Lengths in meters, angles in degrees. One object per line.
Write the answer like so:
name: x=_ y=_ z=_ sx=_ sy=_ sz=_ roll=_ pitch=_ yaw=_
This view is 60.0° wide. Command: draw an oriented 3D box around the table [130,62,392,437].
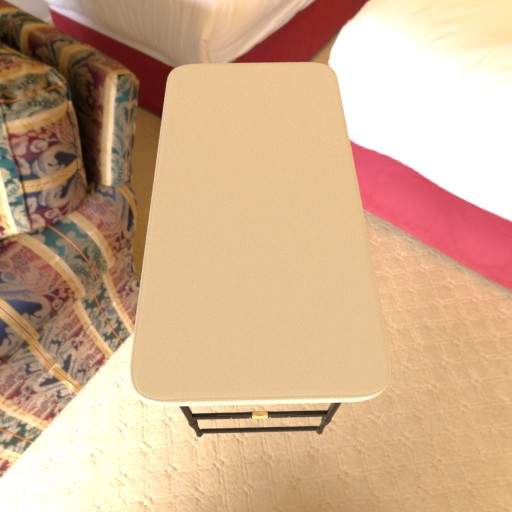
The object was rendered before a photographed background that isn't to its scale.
table: x=0.000 y=0.000 z=1.617 sx=0.610 sy=0.737 sz=1.219 roll=-1 pitch=58 yaw=-1
